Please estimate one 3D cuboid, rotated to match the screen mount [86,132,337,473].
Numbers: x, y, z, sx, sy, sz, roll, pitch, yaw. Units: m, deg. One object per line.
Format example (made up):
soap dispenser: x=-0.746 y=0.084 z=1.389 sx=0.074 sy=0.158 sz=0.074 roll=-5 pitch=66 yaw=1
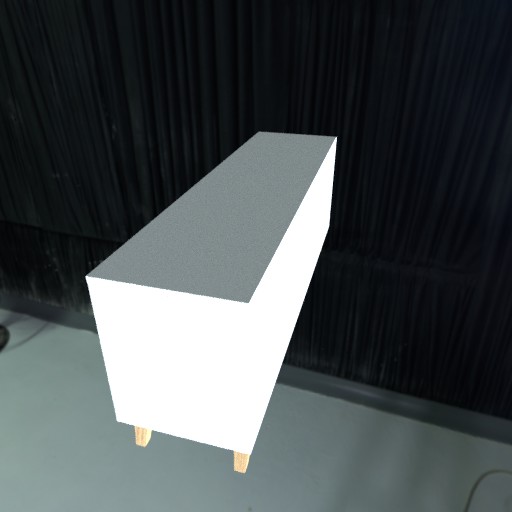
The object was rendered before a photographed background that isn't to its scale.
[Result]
screen mount: x=0.000 y=0.000 z=1.765 sx=0.400 sy=0.619 sz=1.490 roll=8 pitch=30 yaw=14
